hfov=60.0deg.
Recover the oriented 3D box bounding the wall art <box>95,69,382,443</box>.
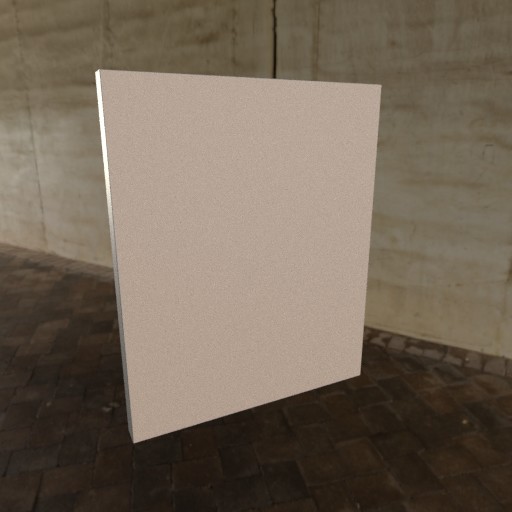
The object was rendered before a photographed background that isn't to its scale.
[{"bbox_3d":[0.000,0.000,0.738,0.452,0.549,0.038,-8,18,-25],"label":"wall art"}]
